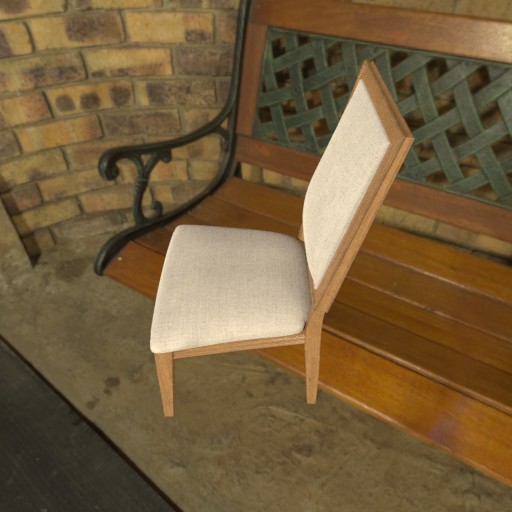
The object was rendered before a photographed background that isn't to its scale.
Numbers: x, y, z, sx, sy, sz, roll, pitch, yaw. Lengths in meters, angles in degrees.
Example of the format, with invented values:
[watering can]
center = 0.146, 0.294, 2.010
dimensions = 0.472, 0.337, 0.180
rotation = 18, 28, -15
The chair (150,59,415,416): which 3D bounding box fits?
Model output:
[chair]
center = 0.000, 0.000, 1.315
dimensions = 0.601, 0.988, 0.536
rotation = 0, 42, 0
